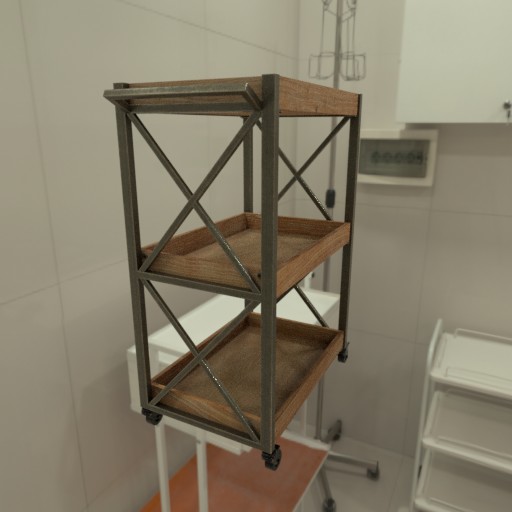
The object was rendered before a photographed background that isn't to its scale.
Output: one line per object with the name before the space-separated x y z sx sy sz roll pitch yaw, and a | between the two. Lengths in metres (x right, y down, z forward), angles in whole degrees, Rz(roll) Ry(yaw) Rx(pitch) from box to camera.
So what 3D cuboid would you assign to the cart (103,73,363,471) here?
cart | 0.000 0.000 1.182 0.377 0.835 0.673 8 18 26
